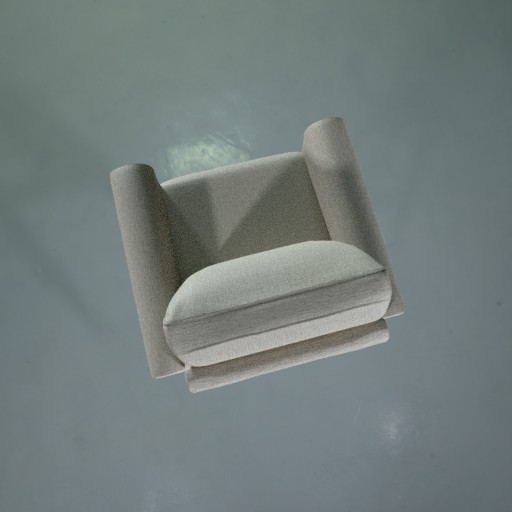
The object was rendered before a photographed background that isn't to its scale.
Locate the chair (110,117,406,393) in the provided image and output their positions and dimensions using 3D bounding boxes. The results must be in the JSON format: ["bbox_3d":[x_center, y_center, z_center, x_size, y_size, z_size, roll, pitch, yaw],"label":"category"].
[{"bbox_3d":[0.000,0.000,2.341,1.275,1.349,1.180,-14,76,-3],"label":"chair"}]
